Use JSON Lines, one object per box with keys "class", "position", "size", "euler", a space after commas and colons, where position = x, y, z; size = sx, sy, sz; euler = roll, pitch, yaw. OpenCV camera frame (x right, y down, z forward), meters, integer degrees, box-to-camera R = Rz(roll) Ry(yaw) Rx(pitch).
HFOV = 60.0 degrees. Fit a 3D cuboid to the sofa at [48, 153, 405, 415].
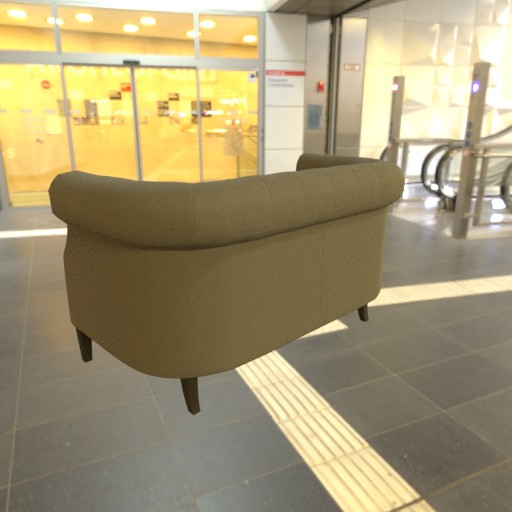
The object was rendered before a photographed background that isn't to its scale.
{"class": "sofa", "position": [0.000, 0.000, 2.007], "size": [1.558, 0.827, 0.835], "euler": [-16, 23, -42]}
